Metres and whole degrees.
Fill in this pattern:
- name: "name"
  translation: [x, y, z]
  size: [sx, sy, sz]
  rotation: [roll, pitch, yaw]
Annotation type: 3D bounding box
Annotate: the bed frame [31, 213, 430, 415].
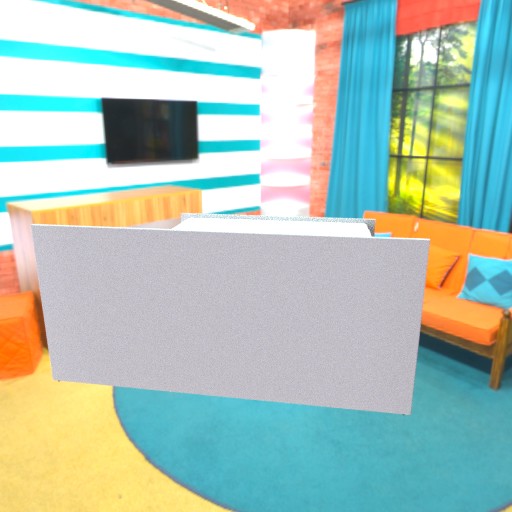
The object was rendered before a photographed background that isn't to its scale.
- name: "bed frame"
  translation: [0.000, 0.000, 2.951]
  size: [1.720, 0.800, 2.060]
  rotation: [3, 16, 9]
